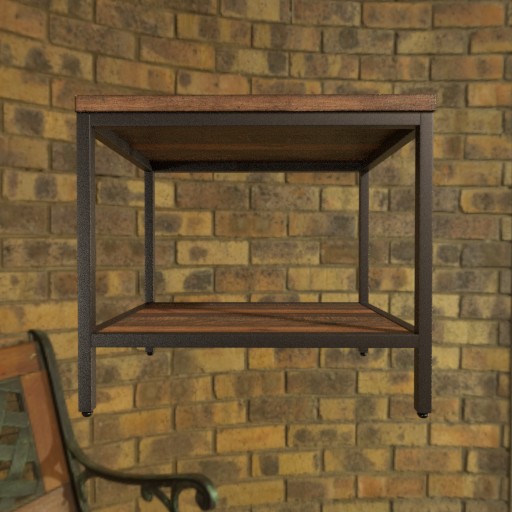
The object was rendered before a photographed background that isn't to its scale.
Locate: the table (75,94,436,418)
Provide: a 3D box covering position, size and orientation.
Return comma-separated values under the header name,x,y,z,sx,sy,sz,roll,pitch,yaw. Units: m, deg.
name,x,y,z,sx,sy,sz,roll,pitch,yaw
table,0.000,0.000,1.095,0.678,0.612,0.524,0,1,1
